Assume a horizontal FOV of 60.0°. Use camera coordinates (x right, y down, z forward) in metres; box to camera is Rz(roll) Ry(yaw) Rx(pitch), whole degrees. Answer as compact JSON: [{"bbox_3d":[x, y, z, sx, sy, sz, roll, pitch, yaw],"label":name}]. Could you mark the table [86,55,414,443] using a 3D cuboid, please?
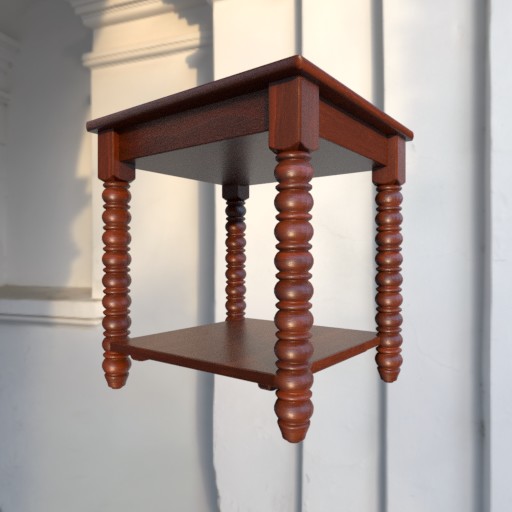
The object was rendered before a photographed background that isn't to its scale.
[{"bbox_3d":[0.000,0.000,0.976,0.533,0.567,0.500,0,0,37],"label":"table"}]
